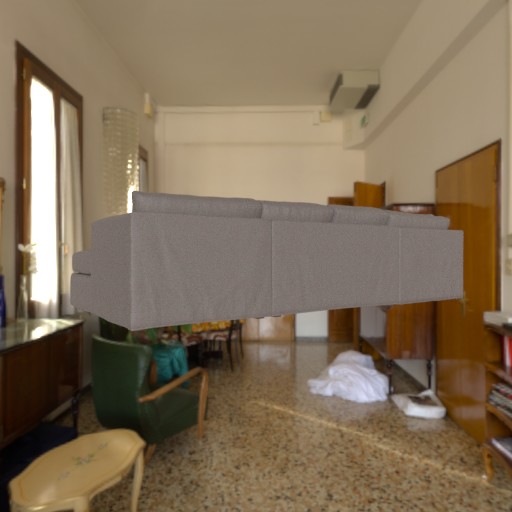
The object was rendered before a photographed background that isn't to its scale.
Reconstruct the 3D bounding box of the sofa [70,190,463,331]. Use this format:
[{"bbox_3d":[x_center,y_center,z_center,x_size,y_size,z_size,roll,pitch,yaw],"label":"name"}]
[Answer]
[{"bbox_3d":[0.000,0.000,4.510,3.460,0.882,2.427,0,0,-34],"label":"sofa"}]
